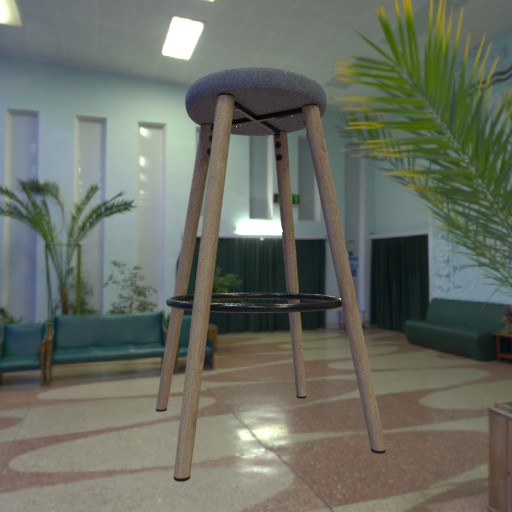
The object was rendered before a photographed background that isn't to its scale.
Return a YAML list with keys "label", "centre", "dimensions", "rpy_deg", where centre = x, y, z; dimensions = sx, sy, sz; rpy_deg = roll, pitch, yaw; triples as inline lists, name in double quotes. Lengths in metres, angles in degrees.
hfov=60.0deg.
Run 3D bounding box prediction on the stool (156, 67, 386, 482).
- label: "stool"
  centre: [0.000, 0.000, 1.004]
  dimensions: [0.410, 0.770, 0.410]
  rpy_deg: [1, -2, -17]
